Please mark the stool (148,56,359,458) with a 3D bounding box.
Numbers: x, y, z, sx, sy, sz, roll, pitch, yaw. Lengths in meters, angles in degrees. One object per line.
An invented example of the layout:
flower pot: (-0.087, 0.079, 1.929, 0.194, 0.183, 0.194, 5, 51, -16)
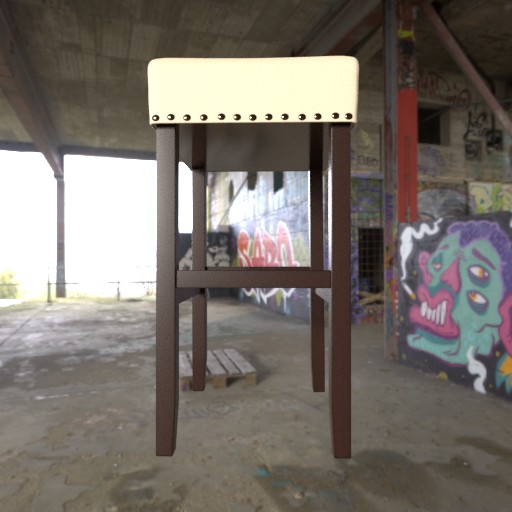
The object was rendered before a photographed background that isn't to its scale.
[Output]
stool: (0.000, 0.000, 1.055, 0.401, 0.762, 0.471, 0, 0, 2)
